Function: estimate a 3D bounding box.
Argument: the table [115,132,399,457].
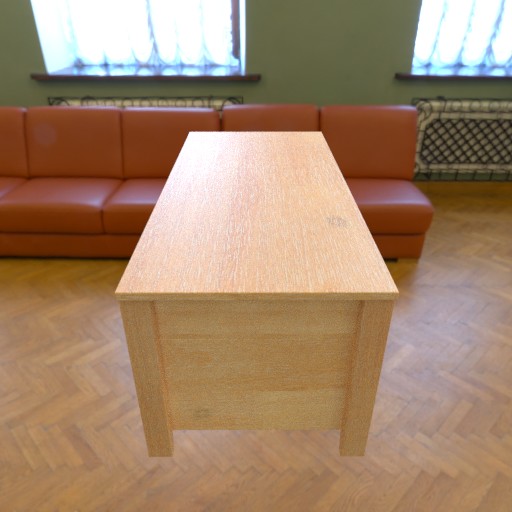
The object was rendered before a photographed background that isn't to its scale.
[{"bbox_3d":[0.000,0.000,1.304,0.483,0.457,1.016,0,31,0],"label":"table"}]
